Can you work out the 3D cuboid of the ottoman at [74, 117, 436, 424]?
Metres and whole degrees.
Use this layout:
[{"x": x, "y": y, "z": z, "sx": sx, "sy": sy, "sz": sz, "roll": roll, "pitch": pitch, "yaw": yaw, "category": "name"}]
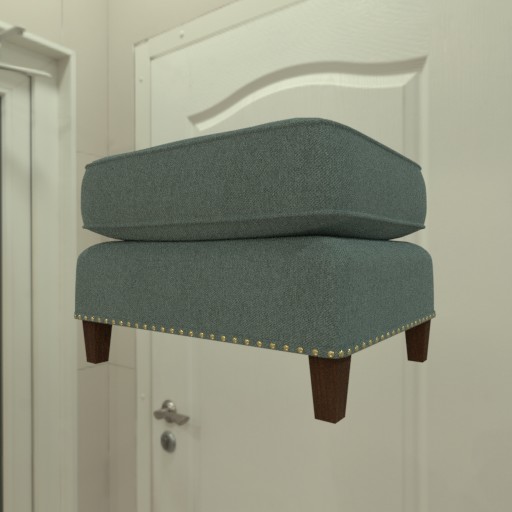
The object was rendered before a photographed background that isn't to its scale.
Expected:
[{"x": 0.000, "y": 0.000, "z": 1.123, "sx": 0.738, "sy": 0.537, "sz": 0.589, "roll": 0, "pitch": 1, "yaw": 36, "category": "ottoman"}]
